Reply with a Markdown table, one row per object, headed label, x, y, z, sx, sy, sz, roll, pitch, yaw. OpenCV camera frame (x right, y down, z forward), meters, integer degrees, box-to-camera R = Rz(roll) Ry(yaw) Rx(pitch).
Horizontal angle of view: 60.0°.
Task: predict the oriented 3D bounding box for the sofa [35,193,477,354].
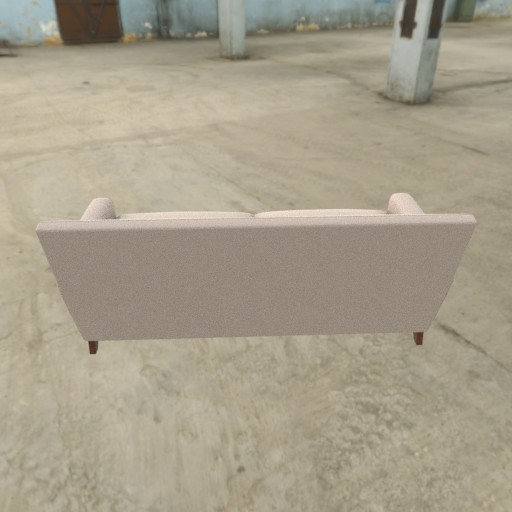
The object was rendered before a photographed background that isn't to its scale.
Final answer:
| label | x | y | z | sx | sy | sz | roll | pitch | yaw |
| --- | --- | --- | --- | --- | --- | --- | --- | --- | --- |
| sofa | 0.000 | 0.000 | 2.480 | 2.000 | 0.846 | 0.875 | -1 | 31 | -2 |
